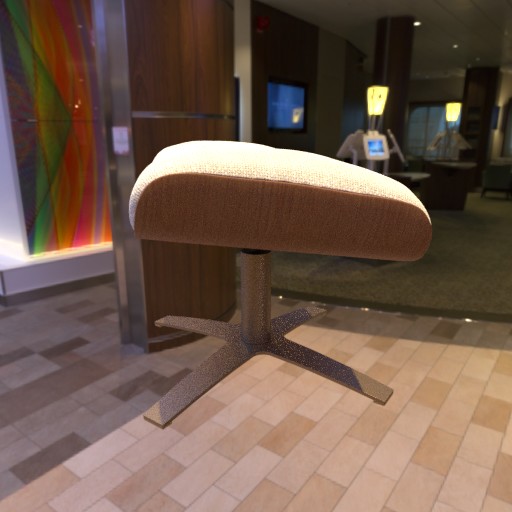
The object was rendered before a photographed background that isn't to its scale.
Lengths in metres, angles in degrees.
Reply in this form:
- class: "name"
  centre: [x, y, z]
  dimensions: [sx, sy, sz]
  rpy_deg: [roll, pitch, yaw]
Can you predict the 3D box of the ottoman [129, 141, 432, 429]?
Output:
- class: "ottoman"
  centre: [0.000, 0.000, 0.793]
  dimensions: [0.394, 0.391, 0.520]
  rpy_deg: [-3, 16, -9]
